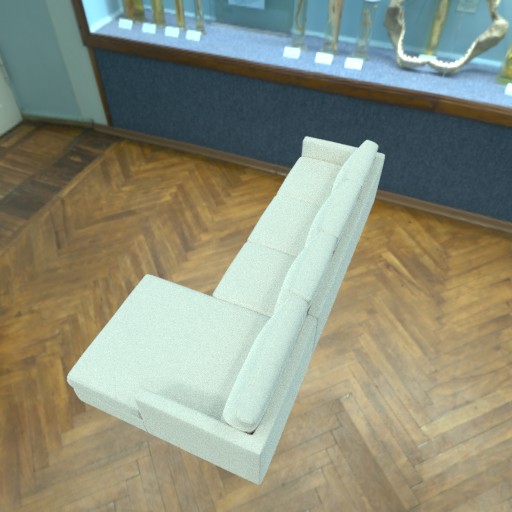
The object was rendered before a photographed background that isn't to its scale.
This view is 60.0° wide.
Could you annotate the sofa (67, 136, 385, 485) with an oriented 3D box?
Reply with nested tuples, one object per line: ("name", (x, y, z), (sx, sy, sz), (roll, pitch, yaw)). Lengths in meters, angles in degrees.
("sofa", (0.000, 0.000, 4.161), (1.606, 0.954, 3.471), (18, 50, 16))
